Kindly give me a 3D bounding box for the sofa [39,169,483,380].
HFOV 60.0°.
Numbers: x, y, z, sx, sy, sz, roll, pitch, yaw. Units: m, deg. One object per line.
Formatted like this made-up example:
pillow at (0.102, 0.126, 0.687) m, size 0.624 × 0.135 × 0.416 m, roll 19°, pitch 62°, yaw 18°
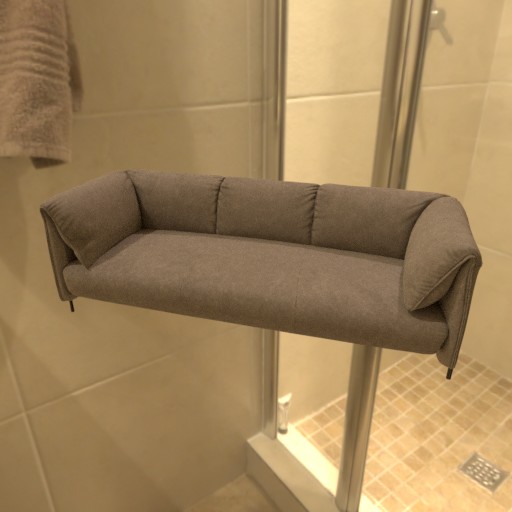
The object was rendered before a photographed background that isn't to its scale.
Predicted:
sofa at (0.000, 0.000, 2.610) m, size 2.238 × 0.758 × 0.899 m, roll 7°, pitch 26°, yaw 15°
